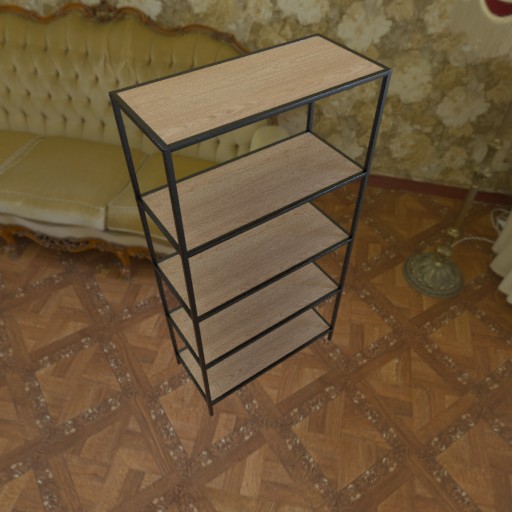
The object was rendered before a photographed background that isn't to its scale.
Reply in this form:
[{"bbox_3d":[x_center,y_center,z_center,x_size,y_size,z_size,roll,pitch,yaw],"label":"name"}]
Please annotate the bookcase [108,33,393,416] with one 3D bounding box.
[{"bbox_3d":[0.000,0.000,1.843,0.770,1.500,0.350,-27,52,-23],"label":"bookcase"}]
